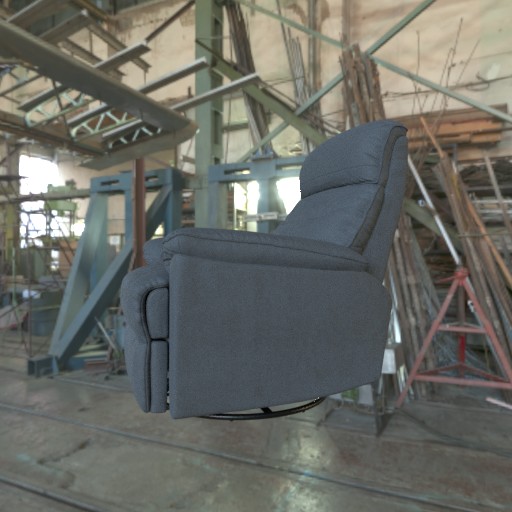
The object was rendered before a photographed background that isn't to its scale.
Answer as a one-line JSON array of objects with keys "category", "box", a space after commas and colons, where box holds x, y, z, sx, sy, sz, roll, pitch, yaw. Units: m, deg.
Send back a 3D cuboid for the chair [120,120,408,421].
[{"category": "chair", "box": [0.000, 0.000, 1.723, 1.004, 1.037, 0.820, 0, 0, -19]}]
